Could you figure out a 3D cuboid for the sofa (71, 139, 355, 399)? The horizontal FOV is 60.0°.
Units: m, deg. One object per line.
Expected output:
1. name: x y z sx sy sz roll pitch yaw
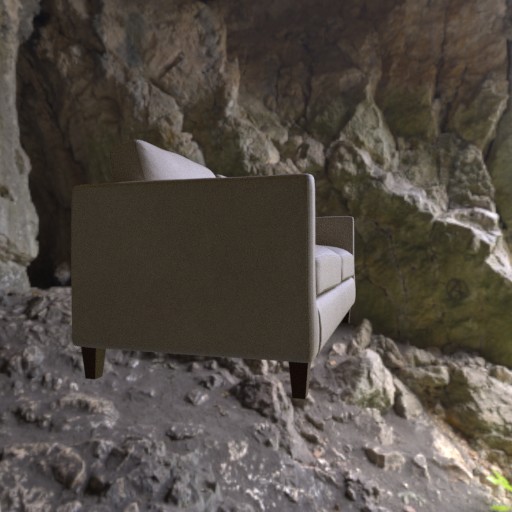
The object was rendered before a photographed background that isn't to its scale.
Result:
1. sofa: 0.000 0.000 2.404 0.950 0.940 1.846 0 0 17
